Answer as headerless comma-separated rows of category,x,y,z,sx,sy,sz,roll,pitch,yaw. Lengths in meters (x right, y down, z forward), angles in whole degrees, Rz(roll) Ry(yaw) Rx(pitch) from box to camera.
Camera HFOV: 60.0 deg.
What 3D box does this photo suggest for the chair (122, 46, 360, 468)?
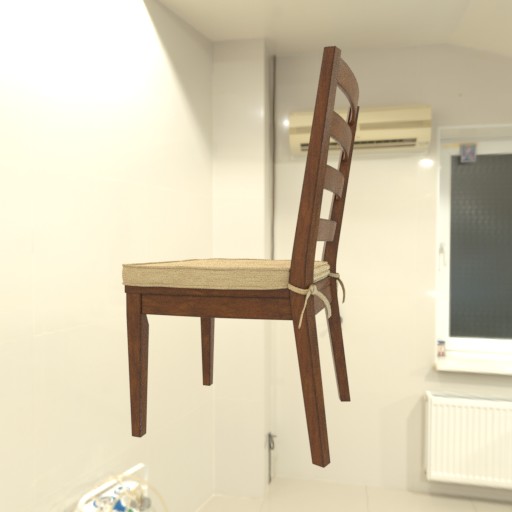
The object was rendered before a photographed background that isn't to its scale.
chair,0.000,0.000,1.338,0.595,0.979,0.593,1,2,18
